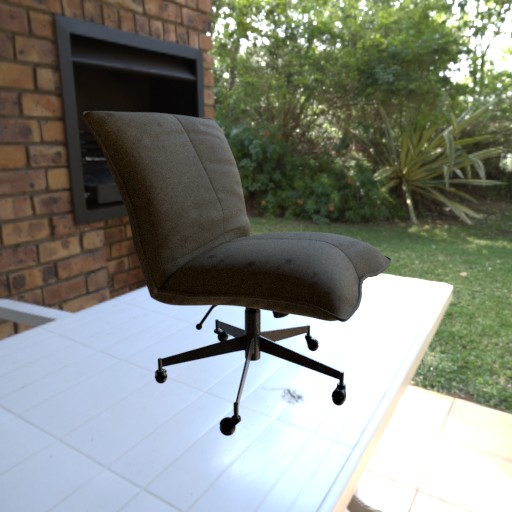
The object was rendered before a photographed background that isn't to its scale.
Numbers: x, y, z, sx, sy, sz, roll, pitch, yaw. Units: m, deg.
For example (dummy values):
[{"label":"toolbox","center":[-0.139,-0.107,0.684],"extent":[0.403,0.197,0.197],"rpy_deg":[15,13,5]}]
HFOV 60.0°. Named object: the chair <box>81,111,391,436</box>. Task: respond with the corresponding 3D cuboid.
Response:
[{"label":"chair","center":[0.000,0.000,1.294],"extent":[0.696,0.811,0.597],"rpy_deg":[7,16,26]}]
